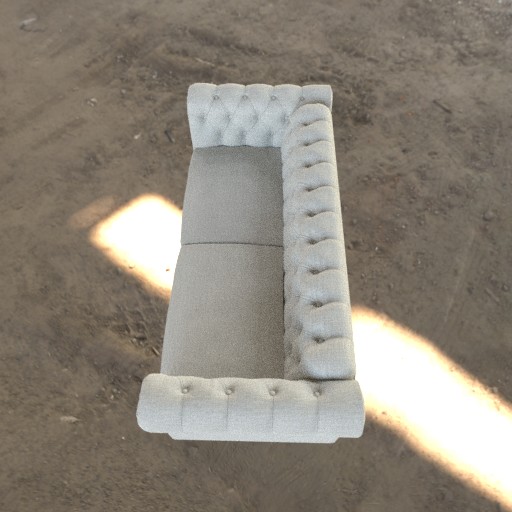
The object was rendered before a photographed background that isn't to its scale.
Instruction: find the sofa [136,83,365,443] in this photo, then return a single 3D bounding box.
[{"bbox_3d":[0.000,0.000,2.237,0.783,0.797,1.798,1,58,1],"label":"sofa"}]
